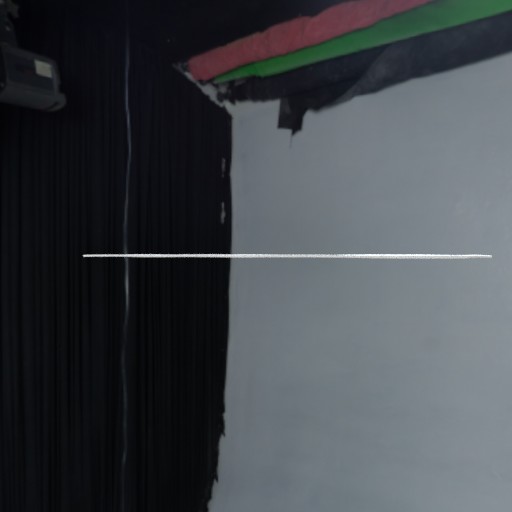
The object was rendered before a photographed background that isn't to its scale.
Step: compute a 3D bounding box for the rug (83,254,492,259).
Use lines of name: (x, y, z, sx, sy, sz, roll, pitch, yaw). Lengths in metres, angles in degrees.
rug: (0.000, 0.000, 2.367, 2.182, 0.015, 0.645, 0, 0, 35)
